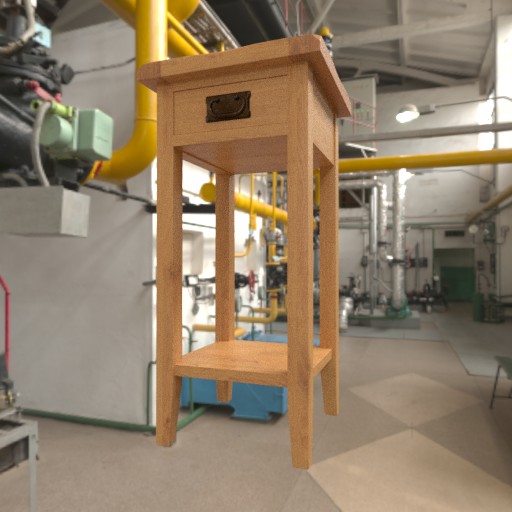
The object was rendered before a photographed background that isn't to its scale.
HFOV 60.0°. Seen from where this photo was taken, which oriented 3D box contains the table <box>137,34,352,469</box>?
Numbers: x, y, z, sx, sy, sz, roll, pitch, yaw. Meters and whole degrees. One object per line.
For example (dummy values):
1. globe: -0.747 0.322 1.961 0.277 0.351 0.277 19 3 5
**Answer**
1. table: 0.000 0.000 0.963 0.360 0.740 0.360 0 -1 20
